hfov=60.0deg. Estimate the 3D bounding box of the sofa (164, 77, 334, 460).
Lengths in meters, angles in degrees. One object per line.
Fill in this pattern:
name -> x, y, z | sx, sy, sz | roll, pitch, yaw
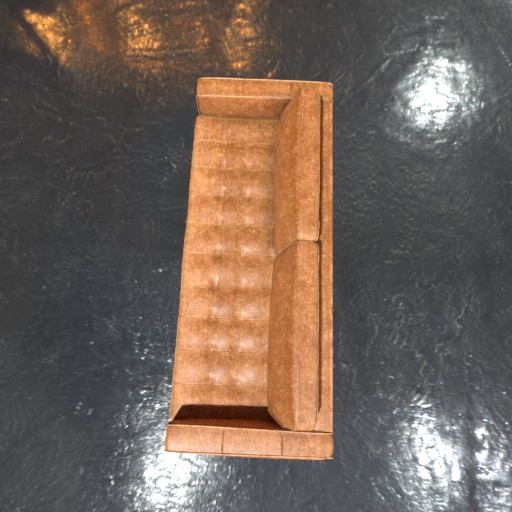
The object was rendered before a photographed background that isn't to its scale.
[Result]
sofa -> 0.000, 0.000, 2.664 | 0.886, 0.779, 2.199 | 2, 75, 1
